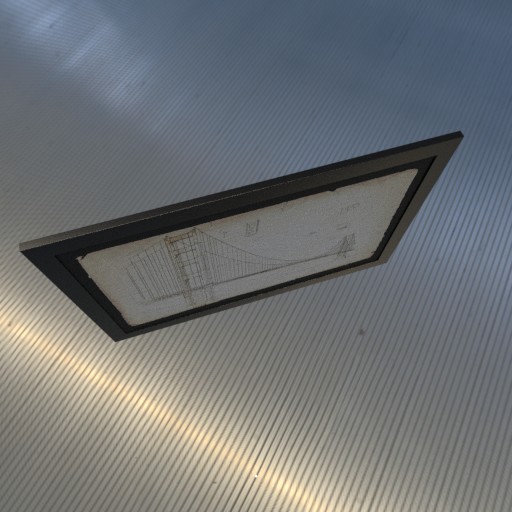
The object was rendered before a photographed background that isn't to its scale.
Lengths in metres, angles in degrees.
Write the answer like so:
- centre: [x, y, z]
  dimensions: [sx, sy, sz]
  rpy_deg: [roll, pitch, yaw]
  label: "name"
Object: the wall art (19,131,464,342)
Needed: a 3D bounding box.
- centre: [0.000, 0.000, 0.833]
  dimensions: [0.660, 0.447, 0.013]
  rpy_deg: [-16, 65, -8]
  label: "wall art"
